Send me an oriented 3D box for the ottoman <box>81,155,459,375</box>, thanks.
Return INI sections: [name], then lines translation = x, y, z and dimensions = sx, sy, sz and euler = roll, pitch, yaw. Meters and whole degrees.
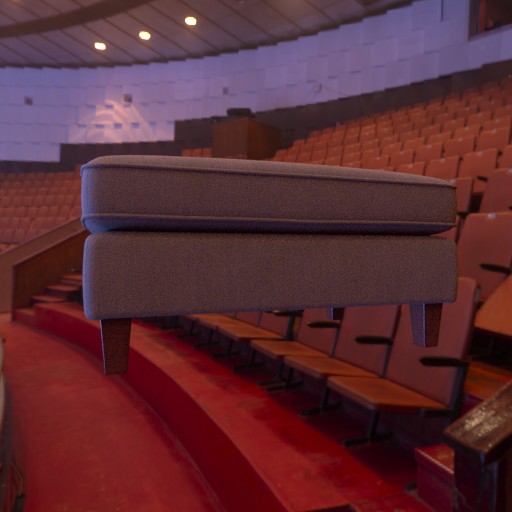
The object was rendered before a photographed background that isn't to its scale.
[ottoman]
translation = 0.000, 0.000, 1.290
dimensions = 0.941, 0.480, 0.636
euler = 0, 1, -19
